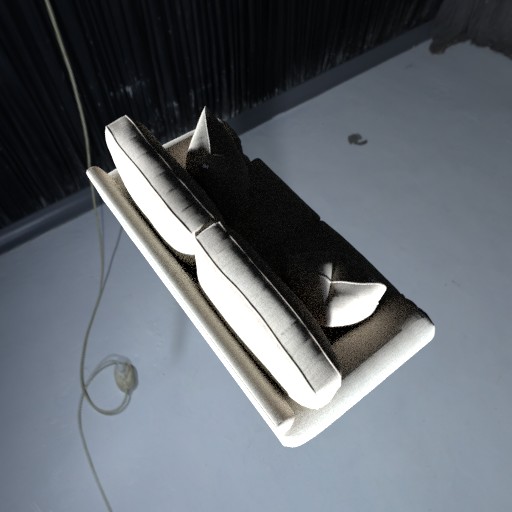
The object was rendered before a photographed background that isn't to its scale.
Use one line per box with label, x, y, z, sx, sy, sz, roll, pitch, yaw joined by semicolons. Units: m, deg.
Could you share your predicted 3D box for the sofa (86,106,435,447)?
sofa;0.000;0.000;2.269;0.966;0.966;1.701;-33;64;-19
